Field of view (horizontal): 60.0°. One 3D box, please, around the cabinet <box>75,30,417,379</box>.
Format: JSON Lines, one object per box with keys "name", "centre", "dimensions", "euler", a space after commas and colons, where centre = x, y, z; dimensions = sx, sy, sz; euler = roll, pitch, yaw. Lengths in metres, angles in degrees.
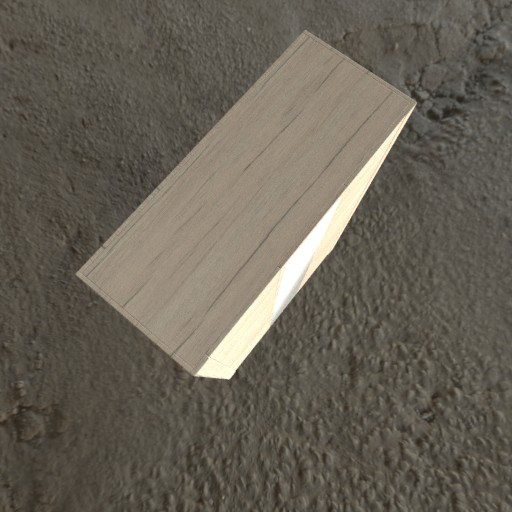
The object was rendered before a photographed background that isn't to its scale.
{"name": "cabinet", "centre": [0.000, 0.000, 2.719], "dimensions": [0.580, 2.070, 1.400], "euler": [38, 78, 10]}
